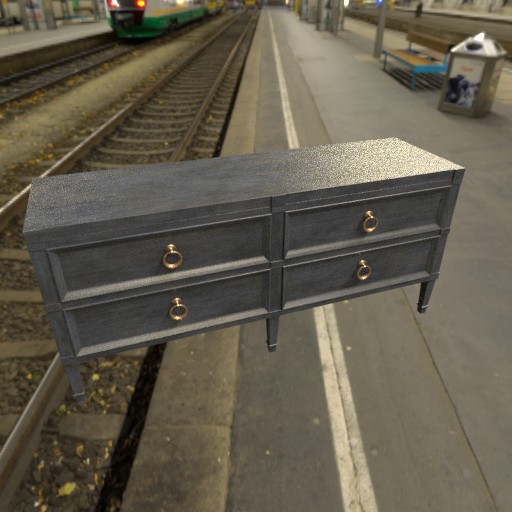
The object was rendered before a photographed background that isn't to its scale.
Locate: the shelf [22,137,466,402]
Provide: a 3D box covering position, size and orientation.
[{"bbox_3d":[0.000,0.000,1.853,1.575,0.719,0.479,-11,32,-17],"label":"shelf"}]
